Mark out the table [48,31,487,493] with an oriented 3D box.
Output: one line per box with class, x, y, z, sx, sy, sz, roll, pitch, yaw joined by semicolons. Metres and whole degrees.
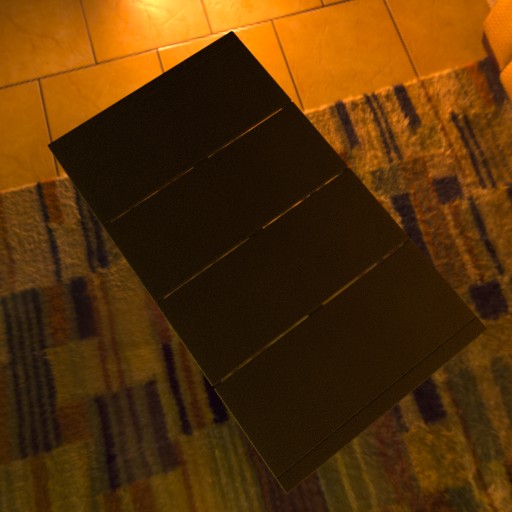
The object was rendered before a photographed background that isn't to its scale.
table;0.000;0.000;1.250;0.559;0.460;0.965;-36;79;-8
